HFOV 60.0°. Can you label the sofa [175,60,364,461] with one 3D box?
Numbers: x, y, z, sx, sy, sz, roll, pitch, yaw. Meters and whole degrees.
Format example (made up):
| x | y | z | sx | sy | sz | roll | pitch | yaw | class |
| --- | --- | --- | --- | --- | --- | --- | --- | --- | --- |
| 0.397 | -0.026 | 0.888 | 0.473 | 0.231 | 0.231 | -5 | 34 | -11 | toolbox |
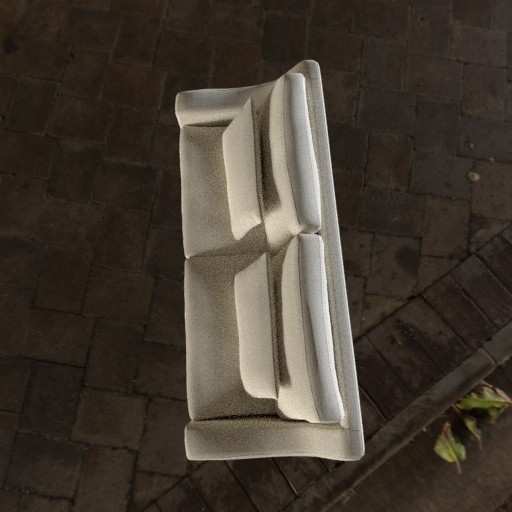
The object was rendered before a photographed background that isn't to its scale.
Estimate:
| x | y | z | sx | sy | sz | roll | pitch | yaw | class |
| --- | --- | --- | --- | --- | --- | --- | --- | --- | --- |
| 0.000 | 0.000 | 2.965 | 1.009 | 1.022 | 2.470 | -4 | 76 | -1 | sofa |
